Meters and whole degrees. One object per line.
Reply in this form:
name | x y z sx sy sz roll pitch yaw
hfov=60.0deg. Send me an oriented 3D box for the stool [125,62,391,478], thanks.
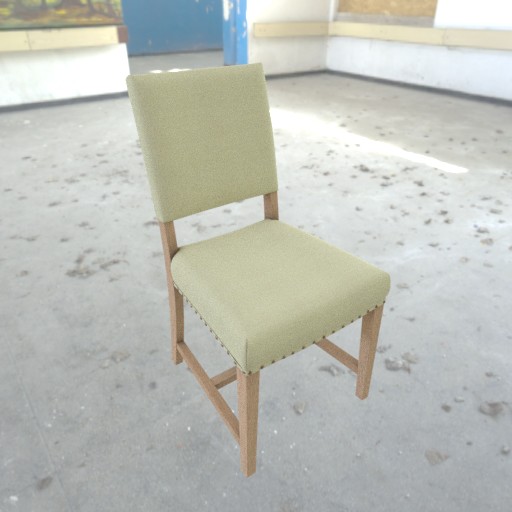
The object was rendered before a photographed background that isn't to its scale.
stool | 0.000 0.000 1.326 0.508 0.986 0.623 -20 36 -30
